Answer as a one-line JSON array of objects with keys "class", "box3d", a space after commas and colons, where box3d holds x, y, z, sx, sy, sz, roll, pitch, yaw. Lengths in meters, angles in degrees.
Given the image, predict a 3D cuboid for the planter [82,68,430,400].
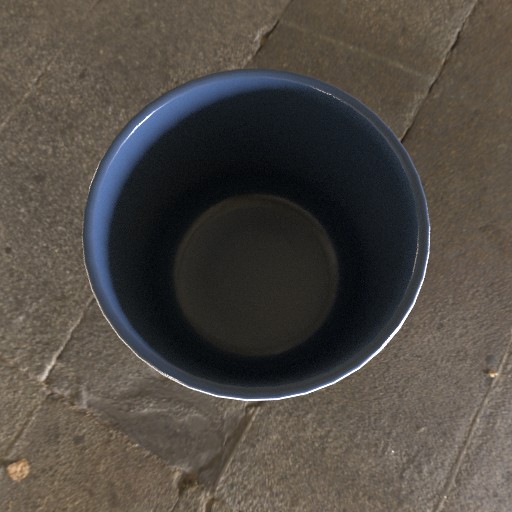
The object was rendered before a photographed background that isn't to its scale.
[{"class": "planter", "box3d": [0.000, 0.000, 0.270, 0.159, 0.144, 0.159, 0, 76, 0]}]
